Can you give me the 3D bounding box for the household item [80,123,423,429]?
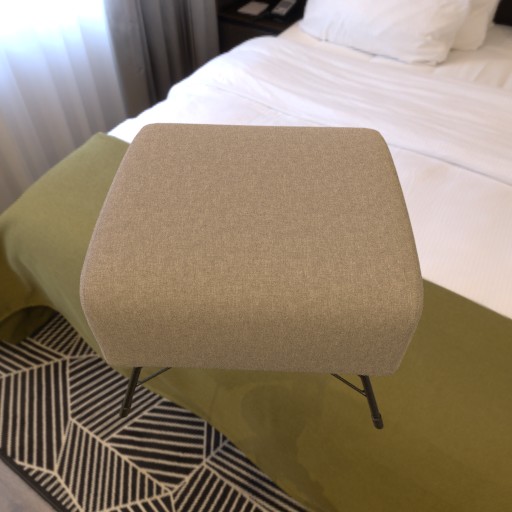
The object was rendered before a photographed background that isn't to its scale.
[{"bbox_3d":[0.000,0.000,0.911,0.530,0.410,0.530,2,47,2],"label":"household item"}]
